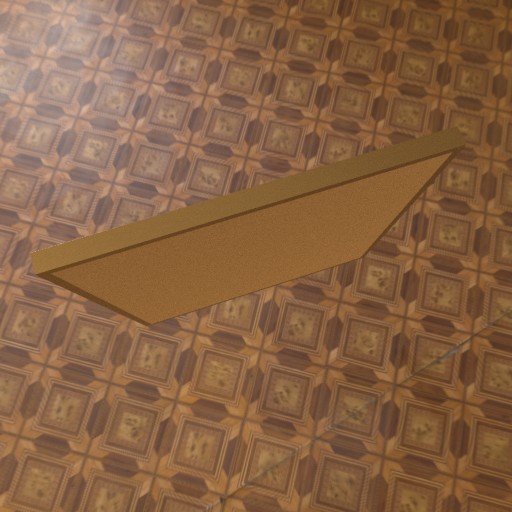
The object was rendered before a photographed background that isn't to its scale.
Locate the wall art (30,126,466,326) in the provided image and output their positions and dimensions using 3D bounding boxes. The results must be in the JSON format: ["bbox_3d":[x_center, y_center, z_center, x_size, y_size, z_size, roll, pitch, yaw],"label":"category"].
[{"bbox_3d":[0.000,0.000,1.116,0.762,0.762,0.038,-17,75,-5],"label":"wall art"}]
